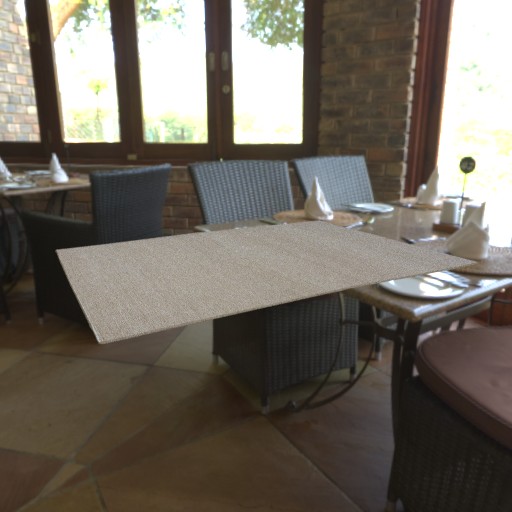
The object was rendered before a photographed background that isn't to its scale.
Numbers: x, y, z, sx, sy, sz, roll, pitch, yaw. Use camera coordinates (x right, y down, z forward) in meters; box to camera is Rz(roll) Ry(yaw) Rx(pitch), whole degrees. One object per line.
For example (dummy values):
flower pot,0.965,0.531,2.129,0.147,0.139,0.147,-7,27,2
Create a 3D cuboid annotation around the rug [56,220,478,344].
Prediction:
rug,0.000,0.000,3.659,2.869,0.038,2.032,-8,17,-28
